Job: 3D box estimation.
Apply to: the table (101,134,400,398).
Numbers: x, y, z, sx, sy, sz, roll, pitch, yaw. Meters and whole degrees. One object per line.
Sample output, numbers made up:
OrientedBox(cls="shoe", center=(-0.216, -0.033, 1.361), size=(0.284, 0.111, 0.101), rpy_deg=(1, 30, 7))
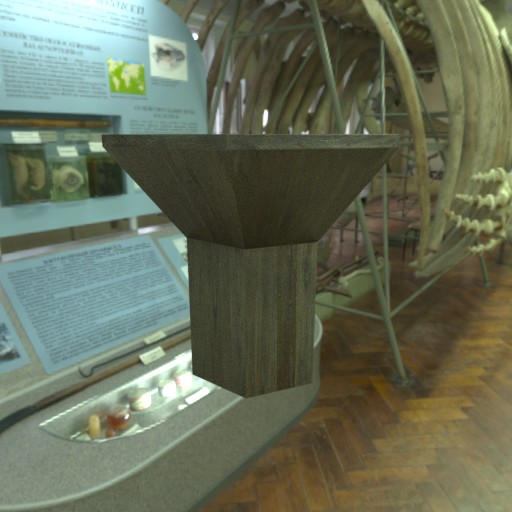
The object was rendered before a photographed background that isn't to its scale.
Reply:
OrientedBox(cls="table", center=(0.000, 0.000, 1.109), size=(0.592, 0.586, 0.683), rpy_deg=(2, 15, 7))
